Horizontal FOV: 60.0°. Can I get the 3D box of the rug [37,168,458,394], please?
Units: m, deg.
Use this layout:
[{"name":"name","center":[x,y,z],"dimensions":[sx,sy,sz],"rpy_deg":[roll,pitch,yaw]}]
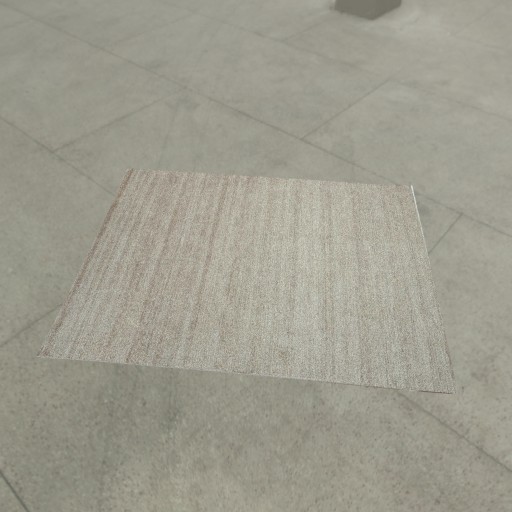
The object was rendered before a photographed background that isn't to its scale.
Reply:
[{"name":"rug","center":[0.000,0.000,4.133],"dimensions":[3.202,0.045,2.434],"rpy_deg":[4,47,4]}]
